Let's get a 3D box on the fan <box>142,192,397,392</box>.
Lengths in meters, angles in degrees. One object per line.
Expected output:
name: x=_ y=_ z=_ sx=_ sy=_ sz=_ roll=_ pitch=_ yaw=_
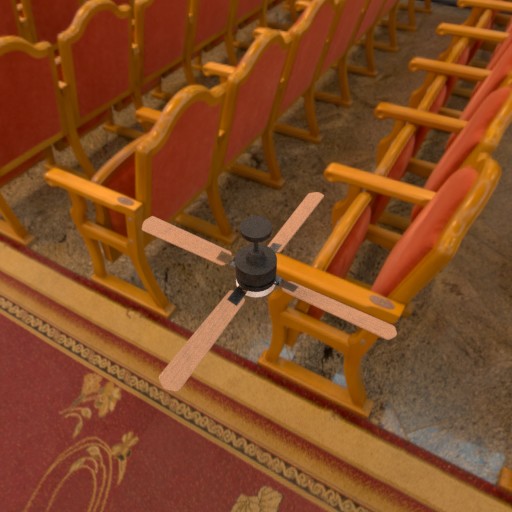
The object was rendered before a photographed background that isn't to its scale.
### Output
fan: x=0.000 y=0.000 z=1.942 sx=1.320 sy=0.355 sz=1.320 roll=24 pitch=52 yaw=20
